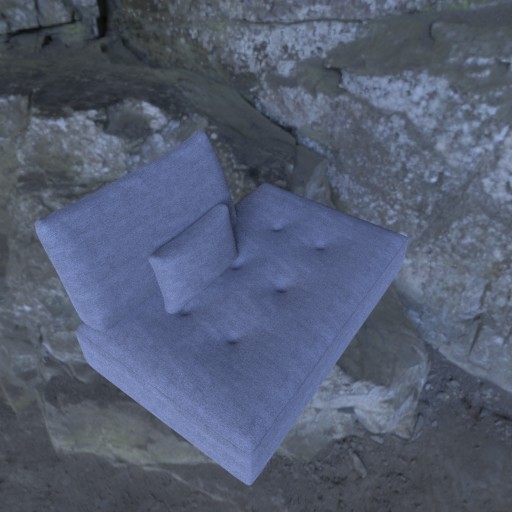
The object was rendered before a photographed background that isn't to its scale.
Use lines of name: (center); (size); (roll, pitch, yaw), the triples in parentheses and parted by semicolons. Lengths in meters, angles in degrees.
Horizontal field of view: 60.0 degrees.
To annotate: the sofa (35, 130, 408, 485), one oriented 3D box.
sofa: (0.000, 0.000, 2.035); (1.002, 0.820, 1.450); (25, 48, 26)
